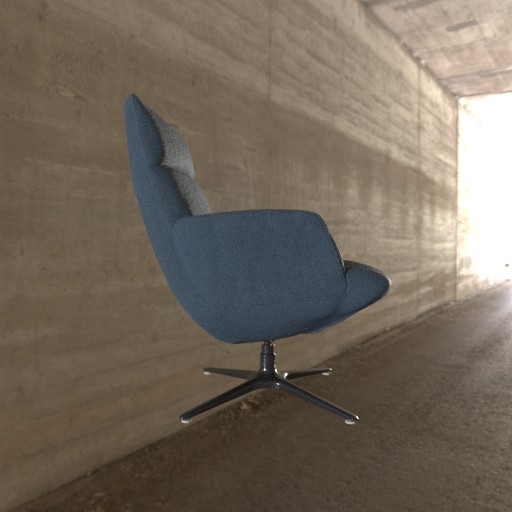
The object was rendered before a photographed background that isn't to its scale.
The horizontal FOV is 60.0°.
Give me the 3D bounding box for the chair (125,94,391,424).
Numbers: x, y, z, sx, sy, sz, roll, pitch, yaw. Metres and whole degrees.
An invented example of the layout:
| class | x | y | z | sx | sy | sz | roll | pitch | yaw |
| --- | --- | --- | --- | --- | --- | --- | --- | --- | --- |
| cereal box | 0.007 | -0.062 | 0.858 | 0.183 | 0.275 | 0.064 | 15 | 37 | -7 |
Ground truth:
| class | x | y | z | sx | sy | sz | roll | pitch | yaw |
| --- | --- | --- | --- | --- | --- | --- | --- | --- | --- |
| chair | 0.000 | 0.000 | 1.625 | 0.889 | 1.016 | 0.711 | 0 | 1 | 1 |
